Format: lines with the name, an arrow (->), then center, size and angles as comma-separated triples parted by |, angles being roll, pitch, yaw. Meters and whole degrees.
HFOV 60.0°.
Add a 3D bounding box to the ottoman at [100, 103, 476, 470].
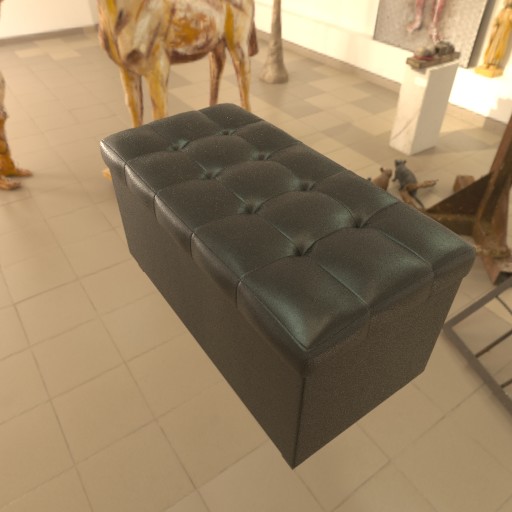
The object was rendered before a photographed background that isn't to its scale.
ottoman -> 0.000, 0.000, 1.106 | 0.432, 0.470, 0.838 | -25, 46, -26
